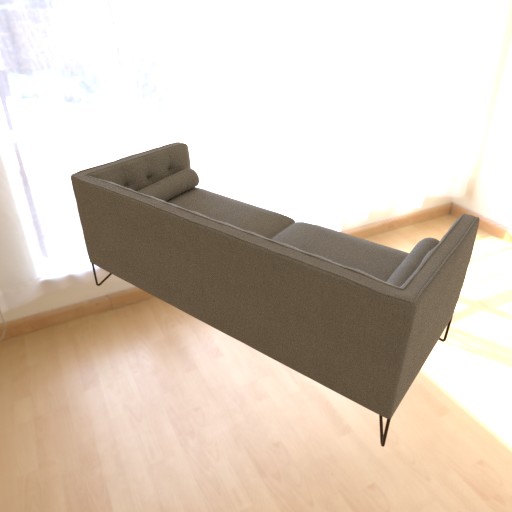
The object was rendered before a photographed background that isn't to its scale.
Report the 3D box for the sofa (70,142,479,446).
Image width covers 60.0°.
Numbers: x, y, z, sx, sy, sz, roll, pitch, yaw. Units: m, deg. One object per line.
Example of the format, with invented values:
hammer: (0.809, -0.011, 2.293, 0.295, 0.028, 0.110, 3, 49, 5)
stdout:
sofa: (0.000, 0.000, 2.551, 2.079, 0.798, 0.912, 21, 37, 31)
